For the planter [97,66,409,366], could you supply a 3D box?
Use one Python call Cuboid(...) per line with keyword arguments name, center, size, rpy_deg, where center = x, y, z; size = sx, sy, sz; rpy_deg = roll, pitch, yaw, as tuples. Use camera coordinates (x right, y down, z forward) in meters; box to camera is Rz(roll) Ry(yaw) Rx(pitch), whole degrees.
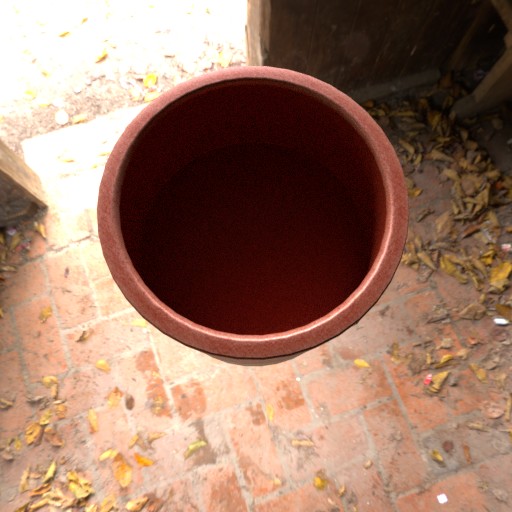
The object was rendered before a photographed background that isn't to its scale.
Cuboid(name="planter", center=(0.000, 0.000, 0.705), size=(0.354, 0.465, 0.345), rpy_deg=(40, 79, 10))
